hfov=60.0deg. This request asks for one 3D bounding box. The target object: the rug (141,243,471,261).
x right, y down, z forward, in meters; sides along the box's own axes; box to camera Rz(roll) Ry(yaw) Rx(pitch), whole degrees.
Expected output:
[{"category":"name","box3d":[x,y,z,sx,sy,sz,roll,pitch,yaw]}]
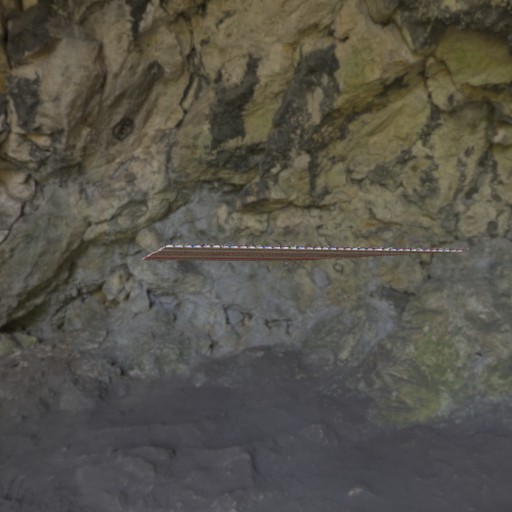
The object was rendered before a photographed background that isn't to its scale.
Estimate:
[{"category":"rug","box3d":[0.000,0.000,2.293,1.084,0.013,1.849,1,-2,-17]}]
